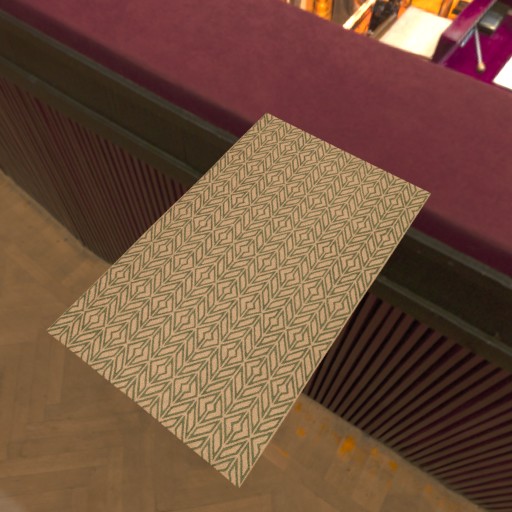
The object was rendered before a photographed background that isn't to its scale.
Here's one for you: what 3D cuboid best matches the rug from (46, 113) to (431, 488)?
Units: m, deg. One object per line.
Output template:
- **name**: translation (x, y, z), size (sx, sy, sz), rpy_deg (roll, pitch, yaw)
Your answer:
- **rug**: translation (0.000, 0.000, 3.074), size (1.517, 0.011, 2.435), rpy_deg (32, 64, 17)
